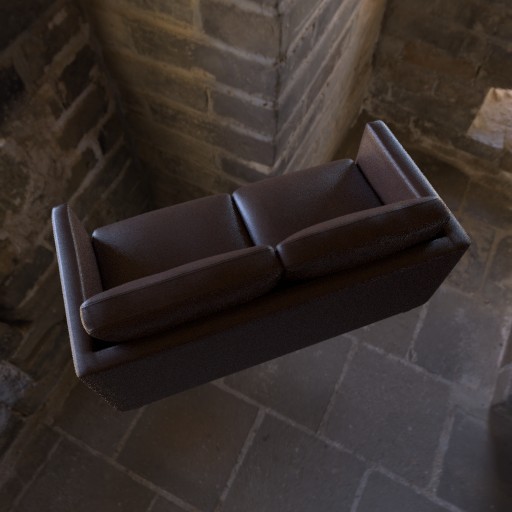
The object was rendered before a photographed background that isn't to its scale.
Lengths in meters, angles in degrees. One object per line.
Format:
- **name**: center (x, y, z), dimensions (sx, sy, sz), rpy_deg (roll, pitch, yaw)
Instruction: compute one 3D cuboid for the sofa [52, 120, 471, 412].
- **sofa**: center (0.000, 0.000, 2.405), dimensions (1.883, 0.933, 0.951), rpy_deg (-17, 60, -10)
